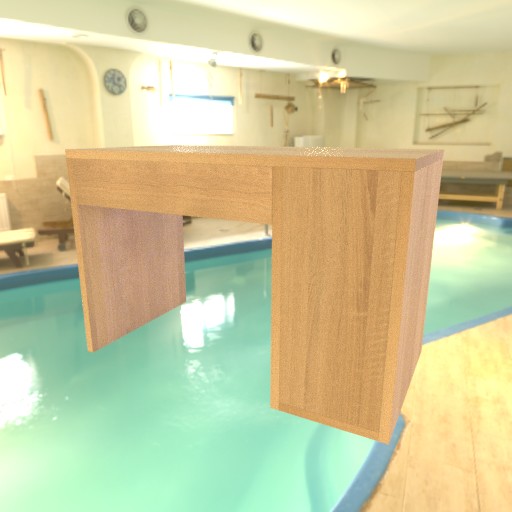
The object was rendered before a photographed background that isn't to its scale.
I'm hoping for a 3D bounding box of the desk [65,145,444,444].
[{"bbox_3d":[0.000,0.000,1.561,1.100,0.731,0.600,8,18,27],"label":"desk"}]
